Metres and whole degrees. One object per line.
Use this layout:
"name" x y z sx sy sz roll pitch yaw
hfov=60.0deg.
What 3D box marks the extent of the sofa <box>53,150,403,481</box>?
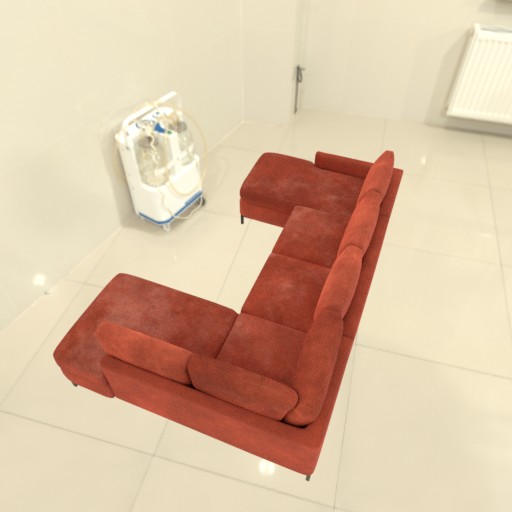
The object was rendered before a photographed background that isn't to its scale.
"sofa" 0.000 0.000 3.839 1.981 0.858 2.971 16 49 15
